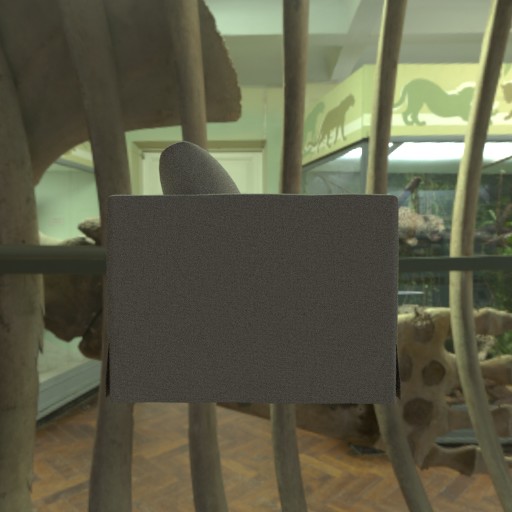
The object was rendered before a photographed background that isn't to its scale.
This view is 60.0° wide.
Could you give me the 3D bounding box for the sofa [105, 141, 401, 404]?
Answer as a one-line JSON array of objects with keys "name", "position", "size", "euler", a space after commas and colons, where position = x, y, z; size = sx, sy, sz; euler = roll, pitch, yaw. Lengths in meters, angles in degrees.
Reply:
[{"name": "sofa", "position": [0.000, 0.000, 2.369], "size": [1.009, 0.932, 1.813], "euler": [0, 2, 1]}]
